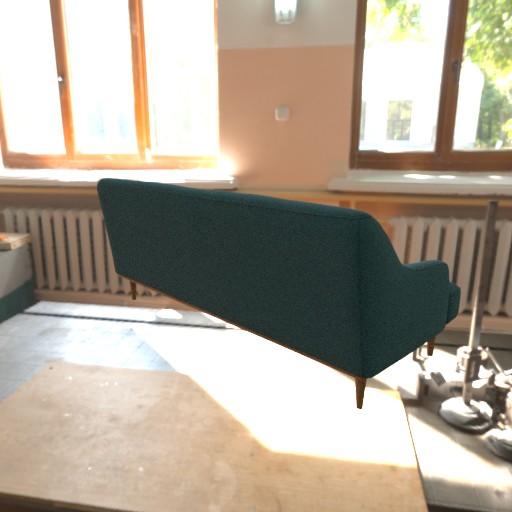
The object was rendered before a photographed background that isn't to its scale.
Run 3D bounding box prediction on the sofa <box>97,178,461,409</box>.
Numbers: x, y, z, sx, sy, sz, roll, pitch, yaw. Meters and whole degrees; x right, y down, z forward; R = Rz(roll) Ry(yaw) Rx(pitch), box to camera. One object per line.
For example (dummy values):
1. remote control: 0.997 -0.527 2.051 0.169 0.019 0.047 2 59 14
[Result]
1. sofa: 0.000 0.000 2.619 0.978 0.871 2.057 -14 20 -43
